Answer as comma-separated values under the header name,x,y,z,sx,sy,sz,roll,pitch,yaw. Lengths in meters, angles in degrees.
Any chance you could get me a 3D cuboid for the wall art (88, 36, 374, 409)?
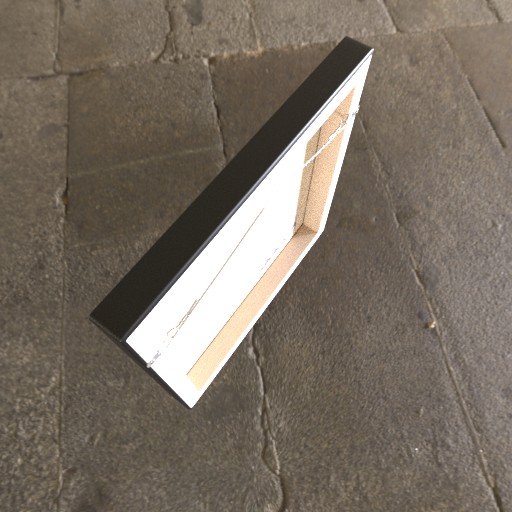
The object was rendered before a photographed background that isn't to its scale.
name,x,y,z,sx,sy,sz,roll,pitch,yaw
wall art,0.000,0.000,0.601,0.041,0.407,0.406,33,68,15
